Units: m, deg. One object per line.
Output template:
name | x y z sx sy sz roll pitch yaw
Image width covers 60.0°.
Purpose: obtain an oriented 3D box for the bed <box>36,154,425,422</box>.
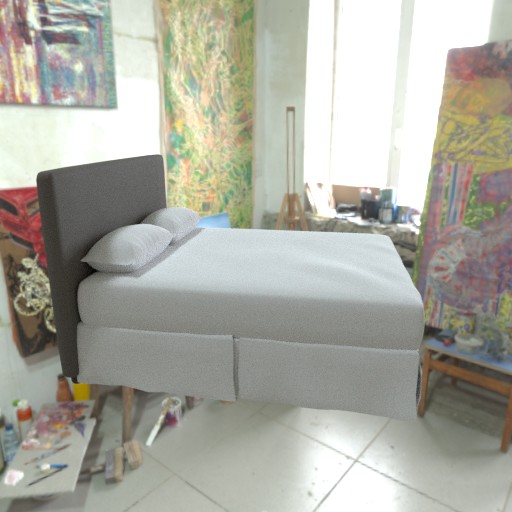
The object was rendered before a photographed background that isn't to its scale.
bed | 0.000 0.000 3.170 2.142 1.330 1.723 3 16 9
